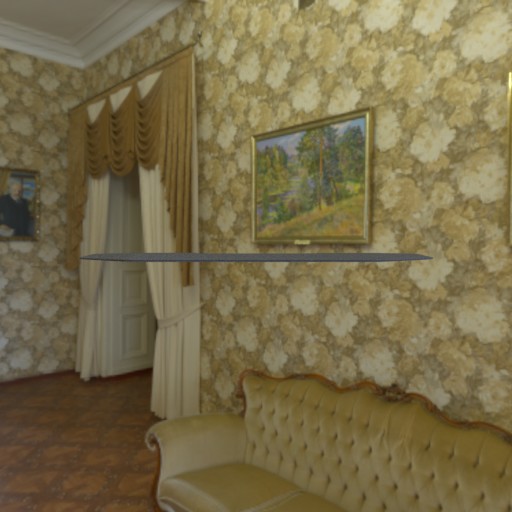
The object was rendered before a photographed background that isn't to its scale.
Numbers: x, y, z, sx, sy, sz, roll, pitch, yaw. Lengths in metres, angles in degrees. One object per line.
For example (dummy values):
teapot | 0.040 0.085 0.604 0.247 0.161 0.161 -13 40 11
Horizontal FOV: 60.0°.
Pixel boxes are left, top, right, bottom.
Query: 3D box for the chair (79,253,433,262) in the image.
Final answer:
chair | 0.000 0.000 1.924 1.372 0.024 1.219 0 1 0
